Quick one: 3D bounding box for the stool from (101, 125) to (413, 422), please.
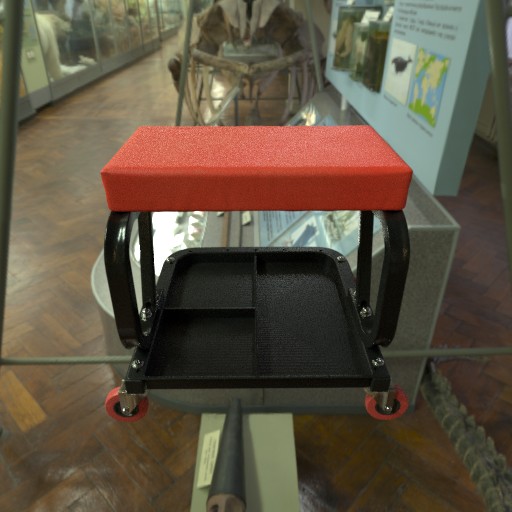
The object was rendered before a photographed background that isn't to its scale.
[{"bbox_3d":[0.000,0.000,0.718,0.446,0.380,0.371,0,30,-1],"label":"stool"}]
